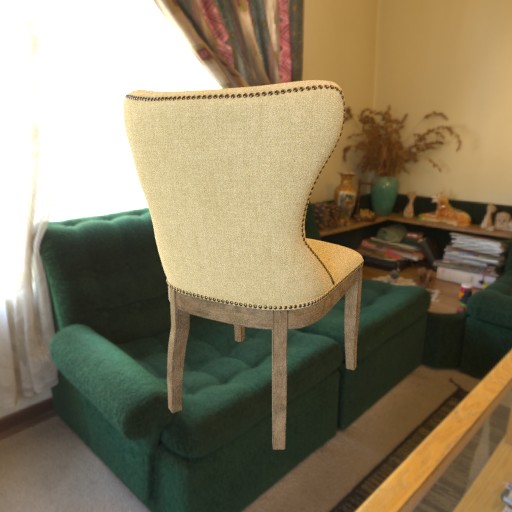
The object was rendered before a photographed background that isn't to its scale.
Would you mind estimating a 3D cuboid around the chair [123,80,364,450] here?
[{"bbox_3d":[0.000,0.000,1.436,0.654,1.002,0.681,8,18,27],"label":"chair"}]
